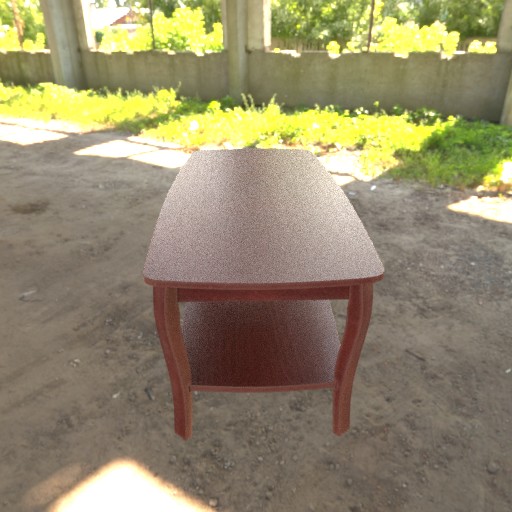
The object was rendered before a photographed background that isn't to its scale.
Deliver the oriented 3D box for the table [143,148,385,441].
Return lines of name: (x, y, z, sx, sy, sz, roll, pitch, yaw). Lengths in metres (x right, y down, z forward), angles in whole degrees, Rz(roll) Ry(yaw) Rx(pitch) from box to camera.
table: (0.000, 0.000, 1.536, 0.561, 0.473, 1.216, -1, 26, -2)
